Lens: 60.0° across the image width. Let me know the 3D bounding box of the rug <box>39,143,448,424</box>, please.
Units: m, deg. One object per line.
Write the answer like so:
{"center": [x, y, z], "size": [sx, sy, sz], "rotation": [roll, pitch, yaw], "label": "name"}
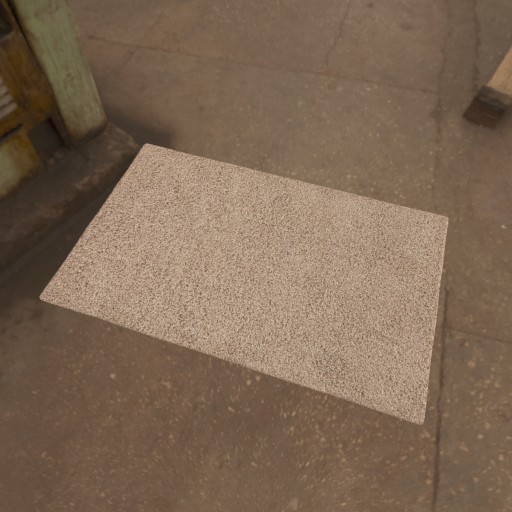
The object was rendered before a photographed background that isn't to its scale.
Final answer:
{"center": [0.000, 0.000, 3.034], "size": [2.438, 0.030, 1.524], "rotation": [16, 58, 10], "label": "rug"}
